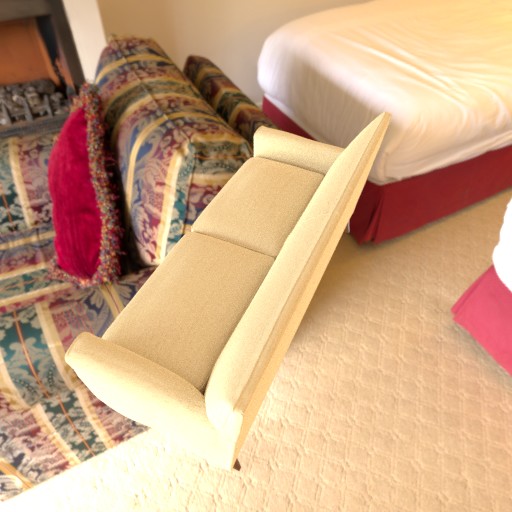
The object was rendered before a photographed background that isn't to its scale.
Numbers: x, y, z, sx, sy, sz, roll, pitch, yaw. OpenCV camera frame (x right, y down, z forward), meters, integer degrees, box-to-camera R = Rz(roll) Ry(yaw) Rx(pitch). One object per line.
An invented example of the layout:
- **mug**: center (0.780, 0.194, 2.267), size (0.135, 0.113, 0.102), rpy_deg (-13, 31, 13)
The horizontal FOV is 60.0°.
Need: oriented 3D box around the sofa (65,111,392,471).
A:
- **sofa**: center (0.000, 0.000, 2.392), size (0.841, 0.907, 2.001), rpy_deg (18, 49, 17)
